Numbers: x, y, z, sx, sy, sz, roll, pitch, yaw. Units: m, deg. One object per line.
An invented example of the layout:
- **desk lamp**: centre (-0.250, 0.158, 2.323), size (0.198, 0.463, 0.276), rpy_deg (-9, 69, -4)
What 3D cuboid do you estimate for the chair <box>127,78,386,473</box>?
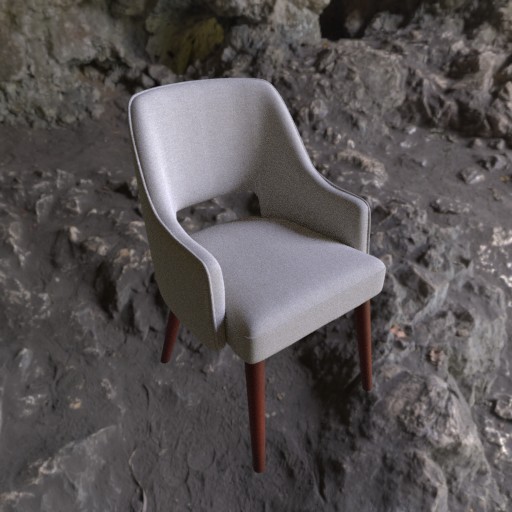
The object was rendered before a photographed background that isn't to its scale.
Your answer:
- **chair**: centre (0.000, 0.000, 1.213), size (0.560, 0.840, 0.580), rpy_deg (-22, 37, -33)
